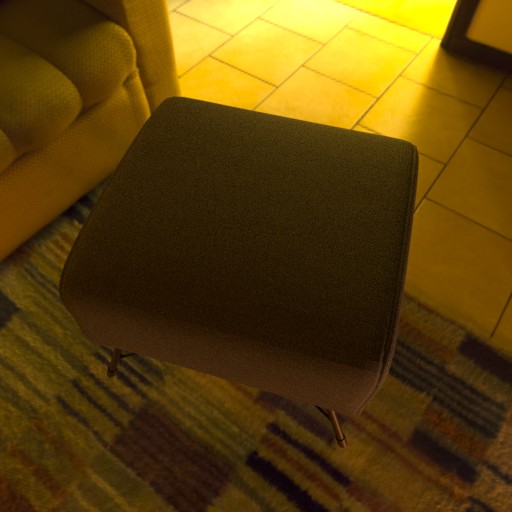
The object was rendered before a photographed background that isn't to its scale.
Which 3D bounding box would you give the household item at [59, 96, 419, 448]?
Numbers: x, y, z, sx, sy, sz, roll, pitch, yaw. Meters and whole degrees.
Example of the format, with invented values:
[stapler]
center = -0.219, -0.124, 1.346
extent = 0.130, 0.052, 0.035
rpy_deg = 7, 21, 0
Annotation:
[household item]
center = 0.000, 0.000, 0.888
extent = 0.530, 0.410, 0.530
rpy_deg = 14, 59, 8
